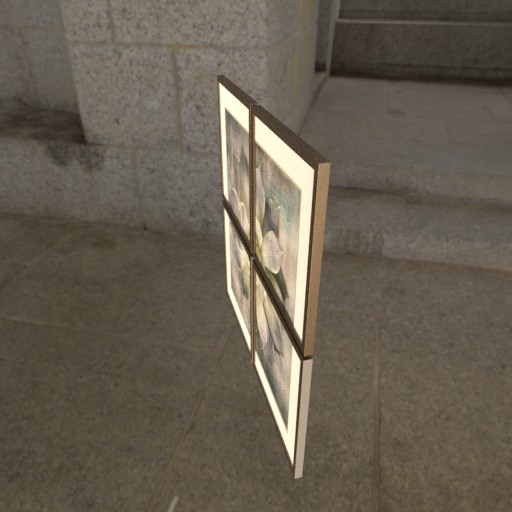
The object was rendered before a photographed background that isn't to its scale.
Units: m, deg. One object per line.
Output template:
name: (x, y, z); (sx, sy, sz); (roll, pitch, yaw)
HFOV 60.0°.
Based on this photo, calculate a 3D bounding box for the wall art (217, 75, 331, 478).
wall art: (0.000, 0.000, 1.554); (0.030, 1.032, 1.032); (-8, 32, -13)
